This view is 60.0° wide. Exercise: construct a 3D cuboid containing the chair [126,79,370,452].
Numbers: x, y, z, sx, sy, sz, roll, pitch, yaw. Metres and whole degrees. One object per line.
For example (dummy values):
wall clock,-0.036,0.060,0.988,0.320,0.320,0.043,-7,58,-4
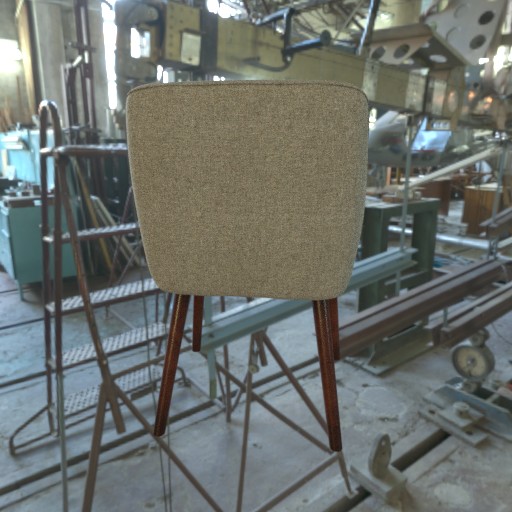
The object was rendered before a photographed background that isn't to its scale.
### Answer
chair,0.000,0.000,1.152,0.543,0.803,0.519,2,15,7
